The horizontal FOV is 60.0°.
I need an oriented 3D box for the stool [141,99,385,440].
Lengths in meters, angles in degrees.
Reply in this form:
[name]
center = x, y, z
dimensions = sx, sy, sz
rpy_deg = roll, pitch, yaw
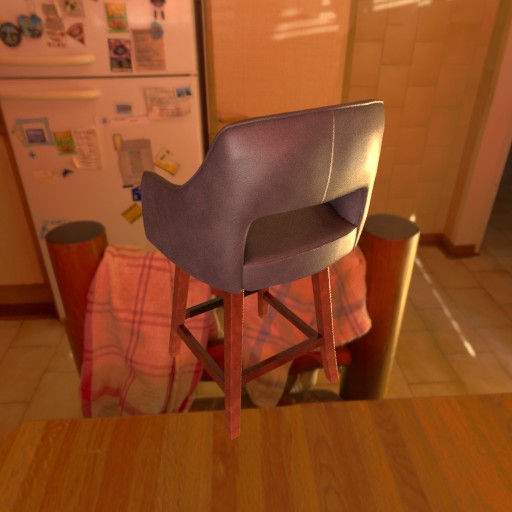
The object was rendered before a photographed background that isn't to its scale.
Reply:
[stool]
center = 0.000, 0.000, 1.295
dimensions = 0.550, 0.936, 0.560
rpy_deg = -19, 35, -29
